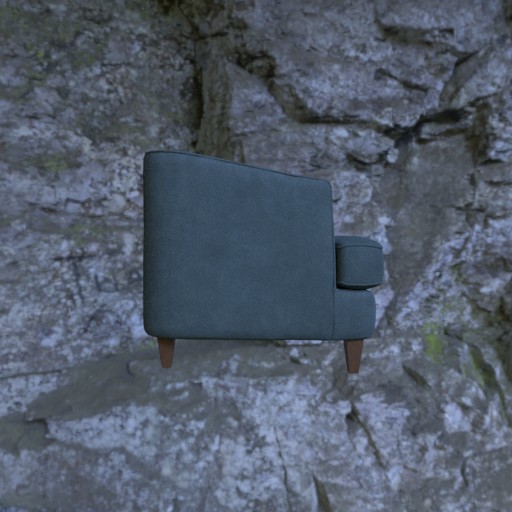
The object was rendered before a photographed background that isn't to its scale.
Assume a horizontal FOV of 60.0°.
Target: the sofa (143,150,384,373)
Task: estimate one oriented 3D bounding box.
[{"bbox_3d":[0.000,0.000,2.692,0.941,0.855,2.278,0,0,0],"label":"sofa"}]
